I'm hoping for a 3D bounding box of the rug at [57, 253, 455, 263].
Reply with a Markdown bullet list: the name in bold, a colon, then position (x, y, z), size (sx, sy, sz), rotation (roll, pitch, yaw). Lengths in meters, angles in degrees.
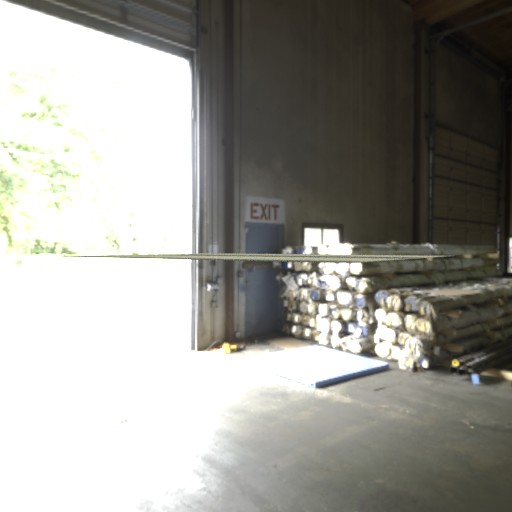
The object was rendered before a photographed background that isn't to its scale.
- **rug**: position (0.000, 0.000, 4.196), size (3.037, 0.004, 2.453), rotation (1, 1, 36)
